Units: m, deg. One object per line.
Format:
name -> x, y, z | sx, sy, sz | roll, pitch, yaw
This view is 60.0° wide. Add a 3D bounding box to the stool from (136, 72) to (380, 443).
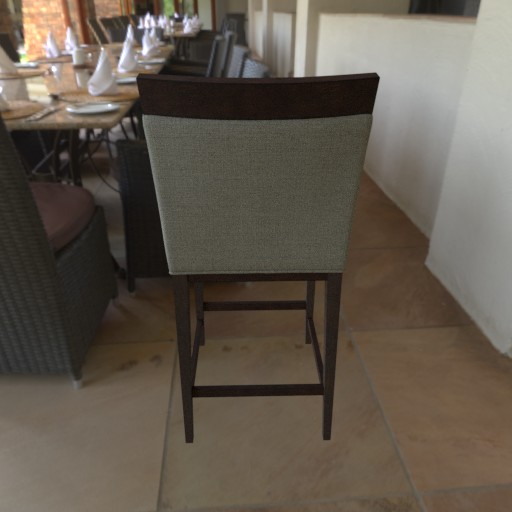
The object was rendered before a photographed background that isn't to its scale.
stool -> 0.000, 0.000, 1.391 | 0.511, 1.117, 0.531 | -1, 29, -1
